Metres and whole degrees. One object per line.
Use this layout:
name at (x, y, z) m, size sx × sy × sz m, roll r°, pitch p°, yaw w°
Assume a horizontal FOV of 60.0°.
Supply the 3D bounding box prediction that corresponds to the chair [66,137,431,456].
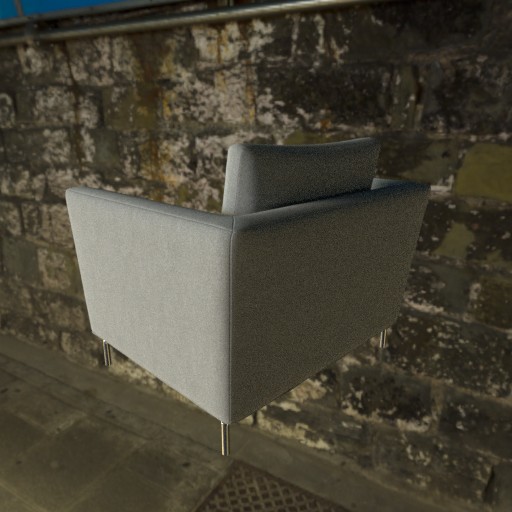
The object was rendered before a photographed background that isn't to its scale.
chair at (0.000, 0.000, 1.675) m, size 0.889 × 0.864 × 1.041 m, roll 16°, pitch 23°, yaw 42°
